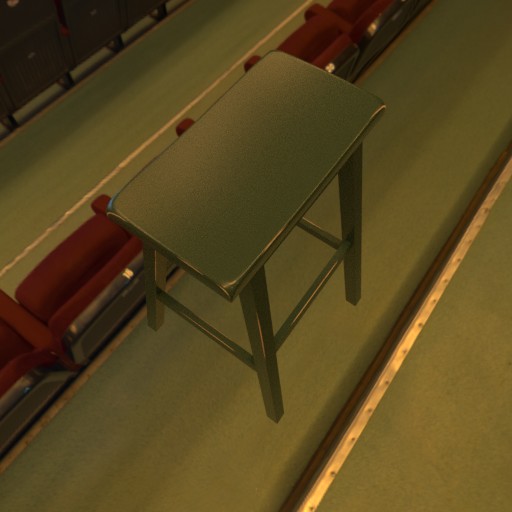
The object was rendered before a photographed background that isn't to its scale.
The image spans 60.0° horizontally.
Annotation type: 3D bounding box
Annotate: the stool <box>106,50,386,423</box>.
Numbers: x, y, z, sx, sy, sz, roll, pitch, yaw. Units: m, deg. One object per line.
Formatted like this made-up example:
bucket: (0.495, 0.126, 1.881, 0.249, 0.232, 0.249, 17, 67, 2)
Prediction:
stool: (0.000, 0.000, 1.035, 0.476, 0.737, 0.457, 33, 67, 16)
